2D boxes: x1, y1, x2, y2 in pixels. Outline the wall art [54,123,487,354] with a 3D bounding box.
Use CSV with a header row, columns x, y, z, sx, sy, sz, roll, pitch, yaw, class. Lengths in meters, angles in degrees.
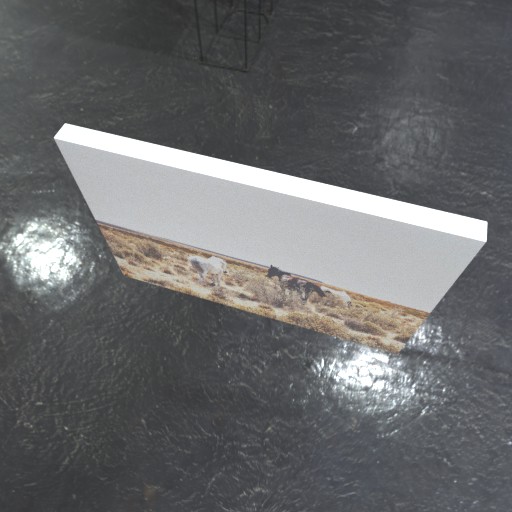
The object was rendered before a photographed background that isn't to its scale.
x,y,z,sx,sy,sz,roll,pitch,yaw,class
0.000,0.000,1.168,0.914,0.610,0.050,15,59,9,wall art
